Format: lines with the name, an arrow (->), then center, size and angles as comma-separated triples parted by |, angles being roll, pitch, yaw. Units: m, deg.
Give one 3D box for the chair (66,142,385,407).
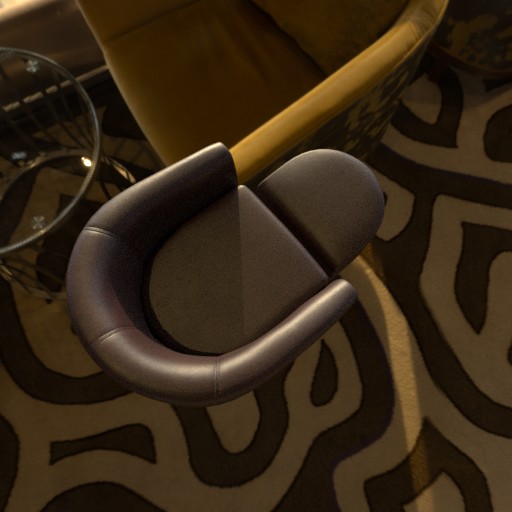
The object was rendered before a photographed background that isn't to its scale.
chair -> 0.000, 0.000, 1.630 | 1.176, 0.755, 0.737 | -39, 78, -10
